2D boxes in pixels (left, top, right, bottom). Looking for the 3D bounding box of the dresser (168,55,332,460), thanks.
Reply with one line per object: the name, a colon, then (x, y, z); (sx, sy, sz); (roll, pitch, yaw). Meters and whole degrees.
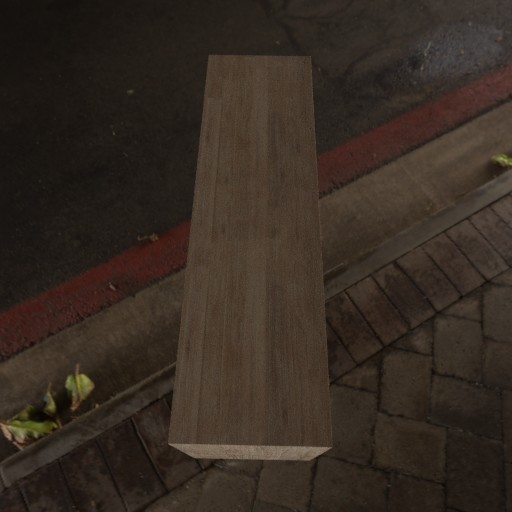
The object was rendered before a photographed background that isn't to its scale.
dresser: (0.000, 0.000, 1.945); (0.455, 0.788, 1.602); (1, 62, 1)
